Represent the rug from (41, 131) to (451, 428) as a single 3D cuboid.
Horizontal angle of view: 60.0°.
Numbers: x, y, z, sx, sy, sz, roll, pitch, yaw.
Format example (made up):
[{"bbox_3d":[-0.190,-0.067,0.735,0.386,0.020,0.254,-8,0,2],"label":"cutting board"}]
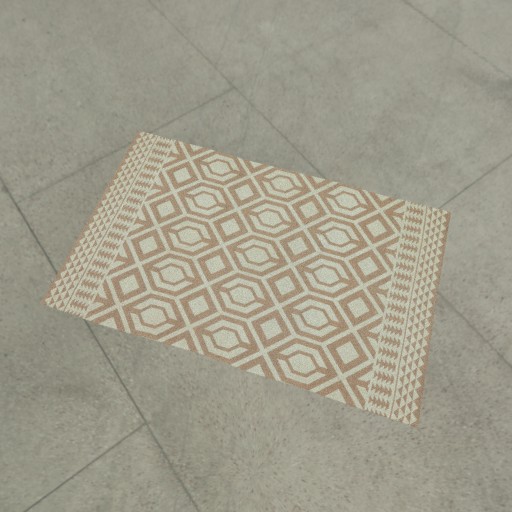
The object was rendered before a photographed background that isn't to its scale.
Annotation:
[{"bbox_3d":[0.000,0.000,3.011,2.435,0.011,1.526,16,65,8],"label":"rug"}]
